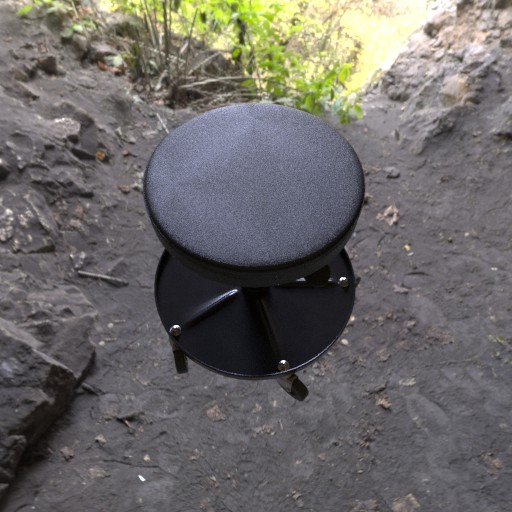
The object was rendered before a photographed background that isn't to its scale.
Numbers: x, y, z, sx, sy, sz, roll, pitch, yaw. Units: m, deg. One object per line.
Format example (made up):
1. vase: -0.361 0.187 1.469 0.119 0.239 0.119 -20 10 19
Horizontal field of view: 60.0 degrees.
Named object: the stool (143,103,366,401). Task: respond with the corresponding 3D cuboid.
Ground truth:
1. stool: 0.000 0.000 0.691 0.381 0.365 0.382 -36 65 -20
